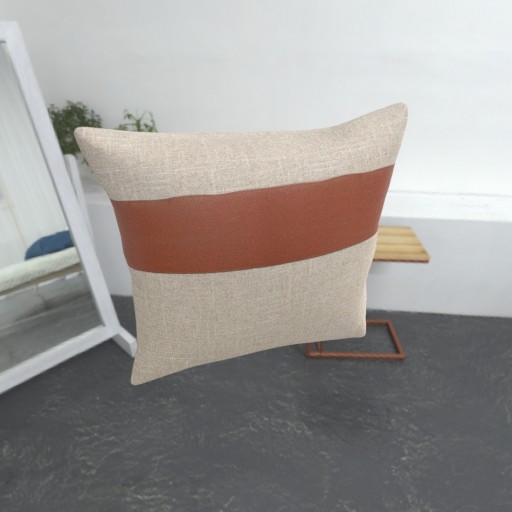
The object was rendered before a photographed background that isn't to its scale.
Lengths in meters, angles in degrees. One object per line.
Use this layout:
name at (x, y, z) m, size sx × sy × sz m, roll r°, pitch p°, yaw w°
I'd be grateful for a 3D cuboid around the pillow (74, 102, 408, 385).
pillow at (0.000, 0.000, 0.635) m, size 0.414 × 0.399 × 0.173 m, roll -9°, pitch 33°, yaw -14°
